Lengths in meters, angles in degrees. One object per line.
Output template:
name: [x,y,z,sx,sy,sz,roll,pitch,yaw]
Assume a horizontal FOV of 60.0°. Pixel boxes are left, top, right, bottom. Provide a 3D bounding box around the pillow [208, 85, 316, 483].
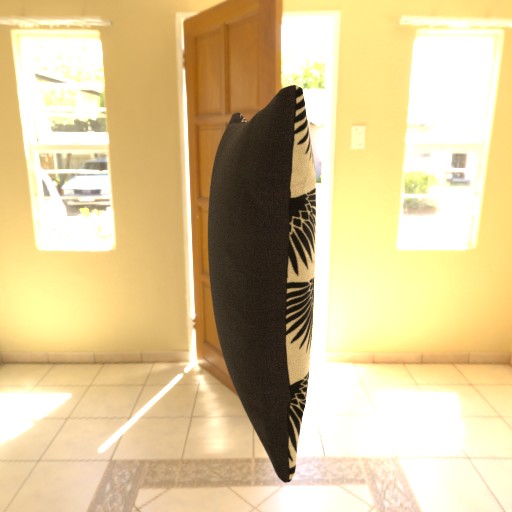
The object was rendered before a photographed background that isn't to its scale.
pillow: [0.000,0.000,0.661,0.139,0.432,0.432,-2,15,-9]
